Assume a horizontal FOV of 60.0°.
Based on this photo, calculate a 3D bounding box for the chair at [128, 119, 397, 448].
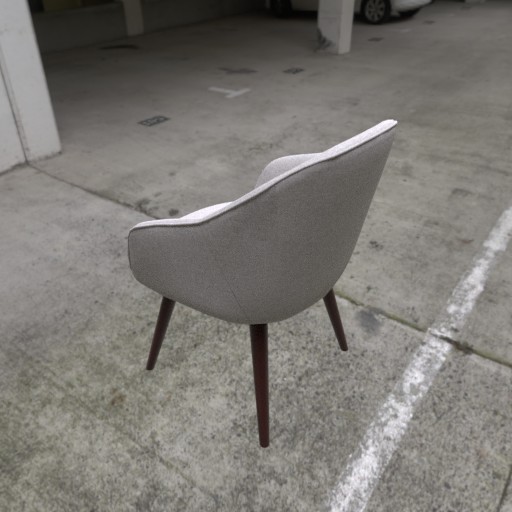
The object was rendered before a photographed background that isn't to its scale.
[{"bbox_3d":[0.000,0.000,1.260,0.635,0.823,0.596,22,38,31],"label":"chair"}]
